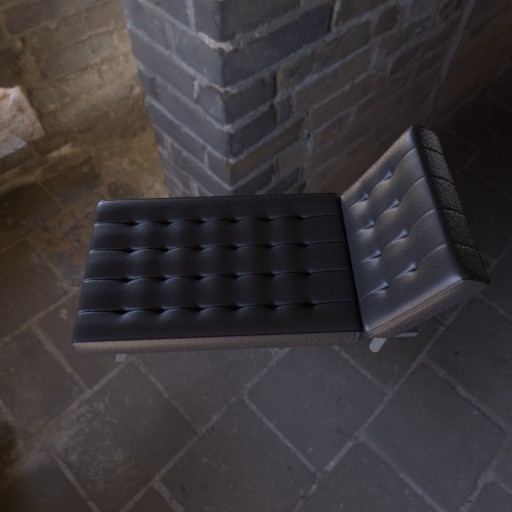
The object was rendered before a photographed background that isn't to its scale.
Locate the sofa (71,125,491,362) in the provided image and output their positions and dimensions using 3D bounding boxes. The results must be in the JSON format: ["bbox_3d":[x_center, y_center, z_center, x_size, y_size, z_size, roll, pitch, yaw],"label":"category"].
[{"bbox_3d":[0.000,0.000,1.968,1.560,0.820,0.760,-2,58,-1],"label":"sofa"}]
